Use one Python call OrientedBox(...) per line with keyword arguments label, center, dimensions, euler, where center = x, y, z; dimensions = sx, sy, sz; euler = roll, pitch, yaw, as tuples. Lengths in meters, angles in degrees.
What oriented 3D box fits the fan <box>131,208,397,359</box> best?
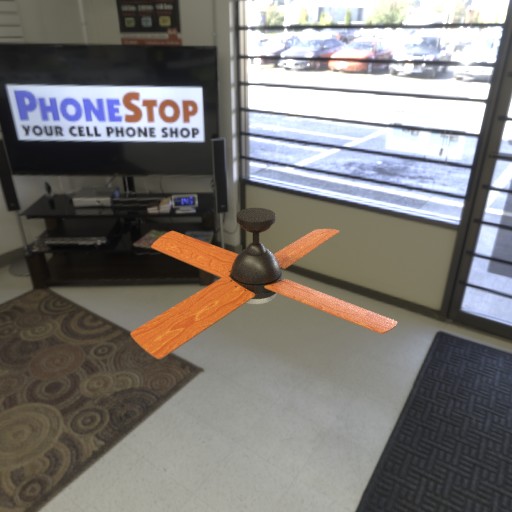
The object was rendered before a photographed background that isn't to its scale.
OrientedBox(label="fan", center=(0.000, 0.000, 2.015), dimensions=(1.332, 0.403, 1.332), euler=(20, 33, 33))
